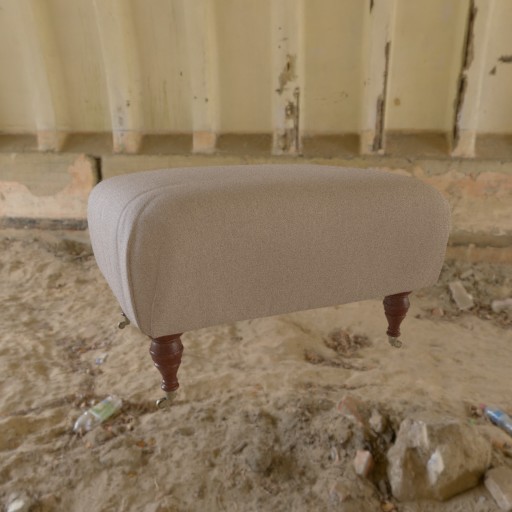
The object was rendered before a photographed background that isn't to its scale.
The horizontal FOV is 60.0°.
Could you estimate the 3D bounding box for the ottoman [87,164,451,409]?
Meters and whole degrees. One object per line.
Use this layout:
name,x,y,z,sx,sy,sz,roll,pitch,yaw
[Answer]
ottoman,0.000,0.000,1.118,0.746,0.450,0.622,-7,15,-25
